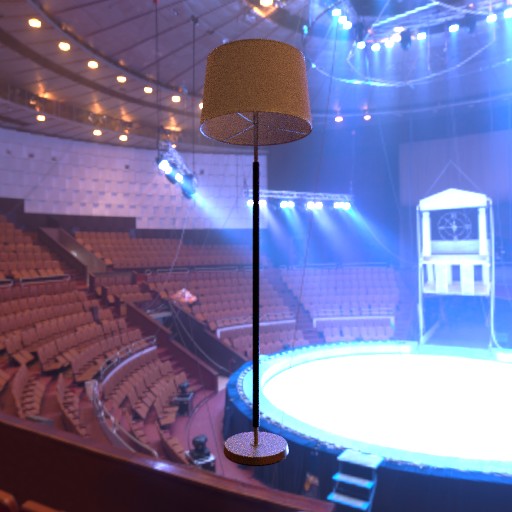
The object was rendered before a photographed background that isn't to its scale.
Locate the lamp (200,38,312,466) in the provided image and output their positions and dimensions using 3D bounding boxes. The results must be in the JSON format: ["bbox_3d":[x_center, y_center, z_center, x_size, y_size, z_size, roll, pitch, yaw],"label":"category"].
[{"bbox_3d":[0.000,0.000,1.652,0.420,1.447,0.420,0,-1,0],"label":"lamp"}]
